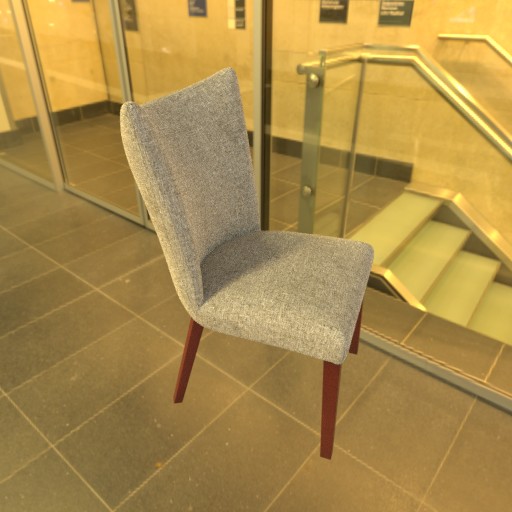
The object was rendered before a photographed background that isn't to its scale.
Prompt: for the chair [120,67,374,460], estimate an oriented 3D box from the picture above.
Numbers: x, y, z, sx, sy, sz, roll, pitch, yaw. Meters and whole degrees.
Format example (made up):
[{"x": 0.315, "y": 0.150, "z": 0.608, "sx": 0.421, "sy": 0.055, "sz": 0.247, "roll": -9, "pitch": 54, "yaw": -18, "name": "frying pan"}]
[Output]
[{"x": 0.000, "y": 0.000, "z": 1.268, "sx": 0.623, "sy": 0.924, "sz": 0.535, "roll": 11, "pitch": 33, "yaw": 17, "name": "chair"}]
